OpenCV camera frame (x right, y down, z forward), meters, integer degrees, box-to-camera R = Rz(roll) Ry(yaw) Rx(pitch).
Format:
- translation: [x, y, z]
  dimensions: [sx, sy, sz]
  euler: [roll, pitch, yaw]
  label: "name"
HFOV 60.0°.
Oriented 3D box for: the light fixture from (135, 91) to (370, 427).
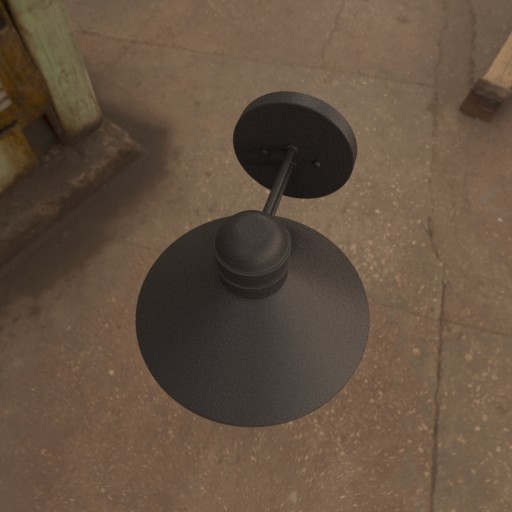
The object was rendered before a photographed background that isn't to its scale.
- translation: [0.000, 0.000, 0.662]
  dimensions: [0.396, 0.265, 0.434]
  euler: [15, 58, 10]
  label: "light fixture"
